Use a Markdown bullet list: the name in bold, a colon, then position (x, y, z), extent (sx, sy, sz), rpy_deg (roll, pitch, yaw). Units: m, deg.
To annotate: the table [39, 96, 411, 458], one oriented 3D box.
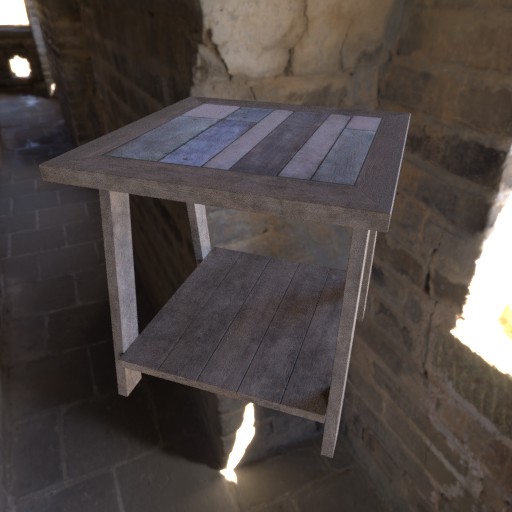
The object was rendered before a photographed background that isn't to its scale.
- **table**: position (0.000, 0.000, 1.109), extent (0.610, 0.610, 0.610), rpy_deg (10, 33, 16)
